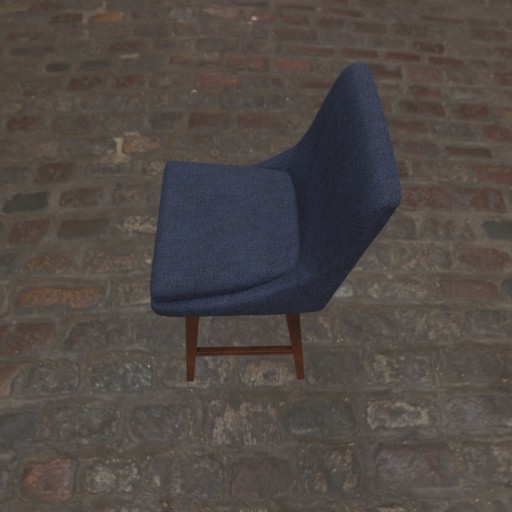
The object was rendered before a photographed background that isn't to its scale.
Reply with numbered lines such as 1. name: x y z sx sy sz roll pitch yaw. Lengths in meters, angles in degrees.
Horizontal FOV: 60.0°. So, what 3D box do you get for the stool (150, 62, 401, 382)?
1. stool: 0.000 0.000 1.389 0.572 1.068 0.489 -1 58 -1
